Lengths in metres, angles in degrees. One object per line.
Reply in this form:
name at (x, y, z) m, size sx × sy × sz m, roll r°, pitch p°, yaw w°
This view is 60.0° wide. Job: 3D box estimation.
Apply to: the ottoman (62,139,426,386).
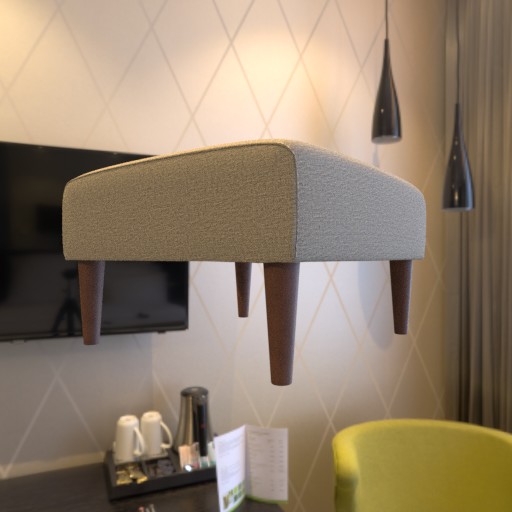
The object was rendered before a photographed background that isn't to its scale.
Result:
ottoman at (0.000, 0.000, 1.069) m, size 0.649 × 0.398 × 0.650 m, roll 0°, pitch 0°, yaw 37°
